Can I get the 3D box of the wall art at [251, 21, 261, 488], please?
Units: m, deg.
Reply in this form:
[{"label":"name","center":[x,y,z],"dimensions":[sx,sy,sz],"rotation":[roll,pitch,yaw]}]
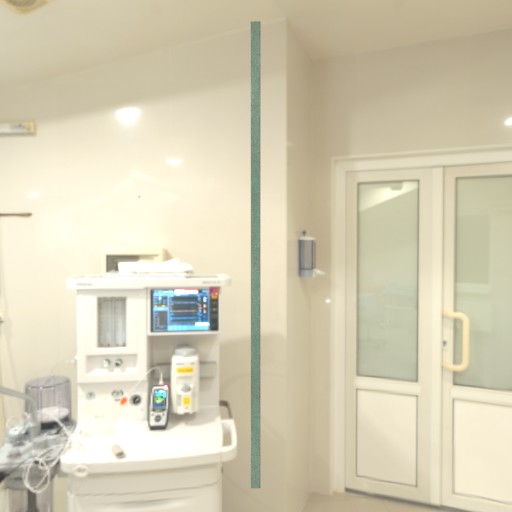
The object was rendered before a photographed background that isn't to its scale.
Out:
[{"label":"wall art","center":[0.000,0.000,1.321],"dimensions":[0.025,1.219,0.329],"rotation":[0,1,0]}]
